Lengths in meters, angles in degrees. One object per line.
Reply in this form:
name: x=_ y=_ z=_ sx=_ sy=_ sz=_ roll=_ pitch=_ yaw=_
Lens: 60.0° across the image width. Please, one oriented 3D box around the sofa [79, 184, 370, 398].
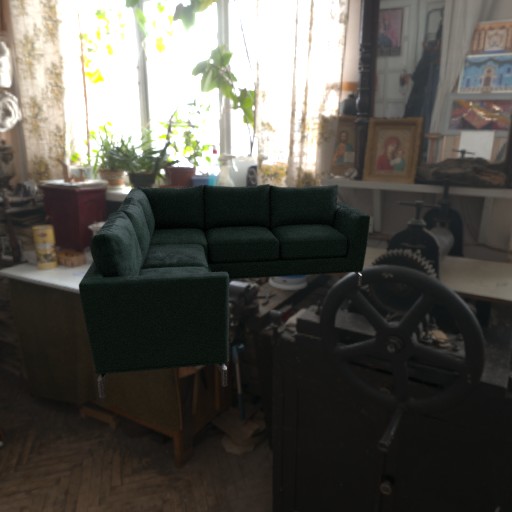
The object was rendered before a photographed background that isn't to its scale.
sofa: x=0.000 y=0.000 z=3.888 sx=2.452 sy=1.004 sz=2.468 roll=-3 pitch=16 yaw=-9
